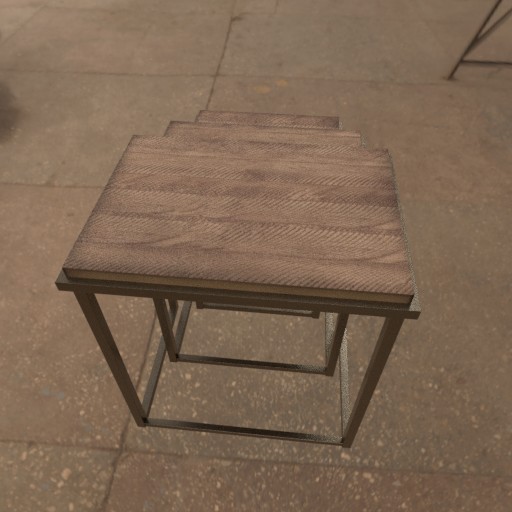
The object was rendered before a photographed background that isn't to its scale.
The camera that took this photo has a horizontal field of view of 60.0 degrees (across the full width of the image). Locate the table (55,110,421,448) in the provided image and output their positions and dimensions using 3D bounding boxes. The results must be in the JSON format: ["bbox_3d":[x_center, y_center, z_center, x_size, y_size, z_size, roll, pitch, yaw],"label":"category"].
[{"bbox_3d":[0.000,0.000,1.116,0.559,0.610,0.706,4,47,4],"label":"table"}]
